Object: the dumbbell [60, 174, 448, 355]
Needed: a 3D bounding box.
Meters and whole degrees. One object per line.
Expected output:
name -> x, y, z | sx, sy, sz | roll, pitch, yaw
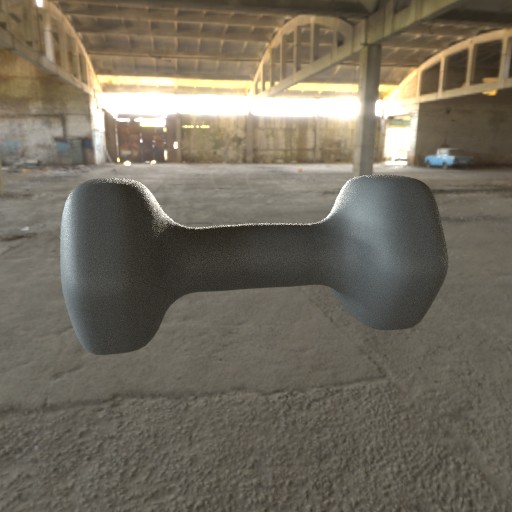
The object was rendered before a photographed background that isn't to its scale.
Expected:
dumbbell -> 0.000, 0.000, 0.231 | 0.184, 0.081, 0.090 | -3, 14, -10
